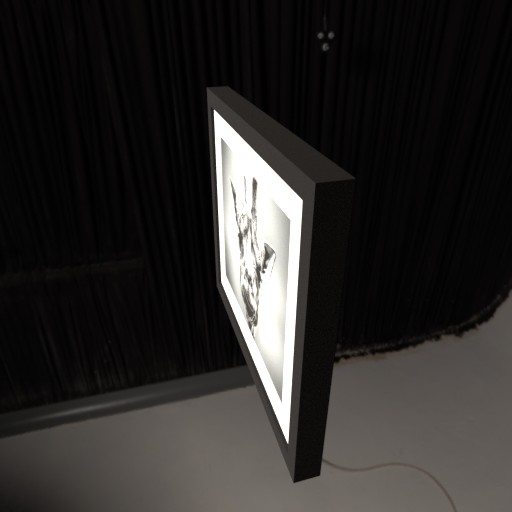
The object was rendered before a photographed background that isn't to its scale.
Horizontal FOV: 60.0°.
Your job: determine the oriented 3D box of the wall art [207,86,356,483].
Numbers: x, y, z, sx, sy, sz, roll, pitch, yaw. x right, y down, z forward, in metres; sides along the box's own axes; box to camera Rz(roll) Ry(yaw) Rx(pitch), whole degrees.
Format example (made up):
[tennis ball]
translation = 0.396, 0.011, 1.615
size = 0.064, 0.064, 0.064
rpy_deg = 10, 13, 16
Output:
[wall art]
translation = 0.000, 0.000, 0.540
size = 0.031, 0.330, 0.381
rpy_deg = -8, 31, -14
